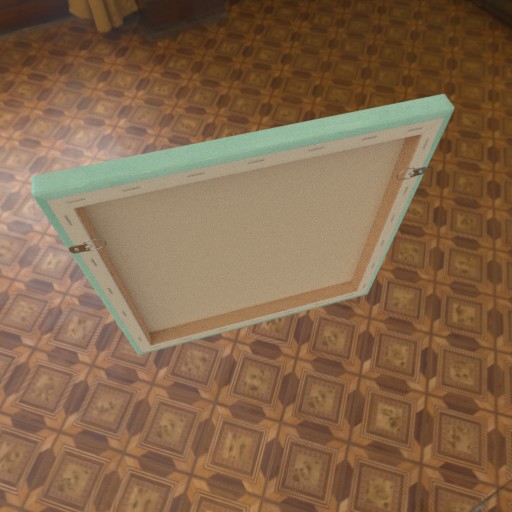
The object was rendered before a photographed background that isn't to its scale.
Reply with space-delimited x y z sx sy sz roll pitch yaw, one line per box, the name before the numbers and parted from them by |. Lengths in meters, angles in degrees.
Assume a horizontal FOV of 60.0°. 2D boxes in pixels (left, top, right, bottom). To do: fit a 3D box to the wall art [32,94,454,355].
wall art | 0.000 0.000 1.547 1.071 1.073 0.070 -14 59 -8
